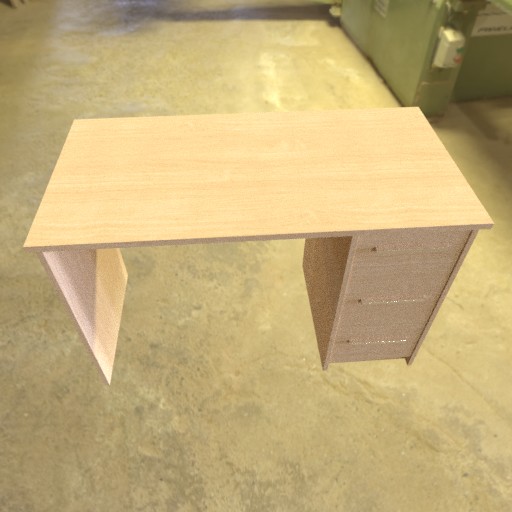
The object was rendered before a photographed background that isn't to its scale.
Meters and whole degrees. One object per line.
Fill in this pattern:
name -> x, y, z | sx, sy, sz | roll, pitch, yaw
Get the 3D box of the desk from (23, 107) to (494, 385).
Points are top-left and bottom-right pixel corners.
desk -> 0.000, 0.000, 1.486 | 1.097, 0.735, 0.560 | -3, 47, -3
